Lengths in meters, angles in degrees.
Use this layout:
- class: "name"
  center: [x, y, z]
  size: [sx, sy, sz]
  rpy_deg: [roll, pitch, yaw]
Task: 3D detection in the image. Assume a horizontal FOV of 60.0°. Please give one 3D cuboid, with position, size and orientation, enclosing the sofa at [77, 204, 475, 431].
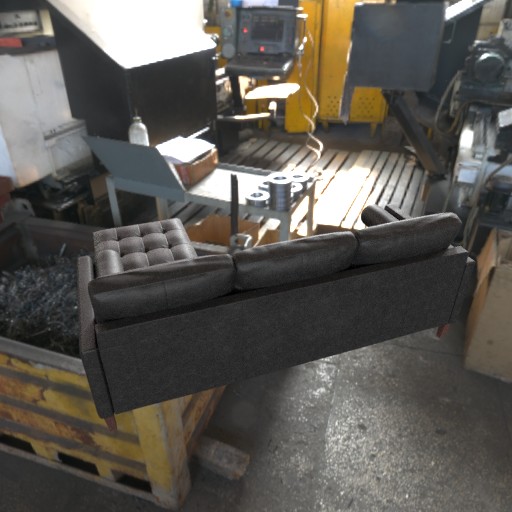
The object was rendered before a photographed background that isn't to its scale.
- class: "sofa"
  center: [0.000, 0.000, 2.918]
  size: [2.178, 0.876, 1.497]
  rpy_deg: [-11, 34, -17]
